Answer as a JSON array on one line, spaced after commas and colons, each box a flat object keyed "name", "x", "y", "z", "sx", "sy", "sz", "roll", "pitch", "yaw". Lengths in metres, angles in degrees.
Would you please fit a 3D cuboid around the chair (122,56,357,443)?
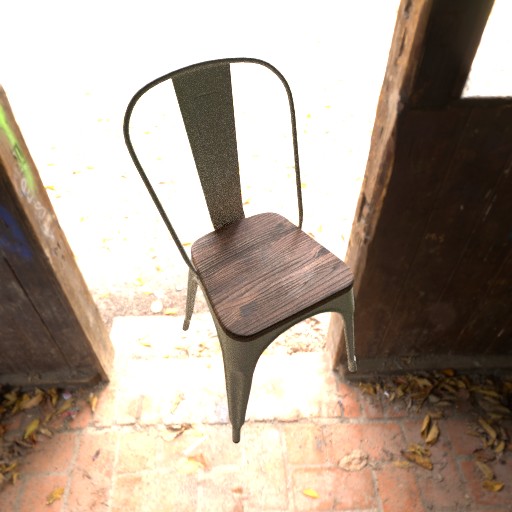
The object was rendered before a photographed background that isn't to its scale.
[{"name": "chair", "x": 0.000, "y": 0.000, "z": 1.186, "sx": 0.452, "sy": 0.851, "sz": 0.521, "roll": -24, "pitch": 51, "yaw": -21}]
